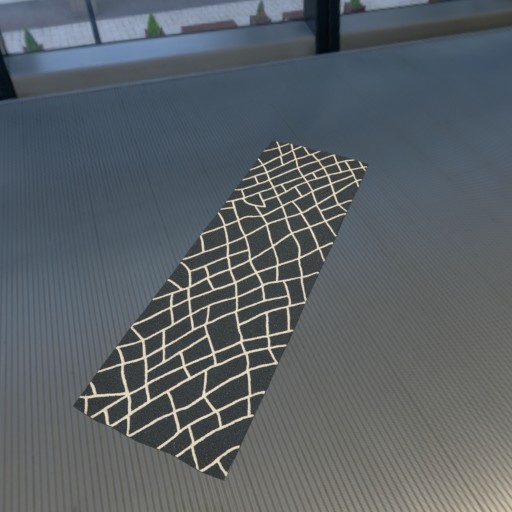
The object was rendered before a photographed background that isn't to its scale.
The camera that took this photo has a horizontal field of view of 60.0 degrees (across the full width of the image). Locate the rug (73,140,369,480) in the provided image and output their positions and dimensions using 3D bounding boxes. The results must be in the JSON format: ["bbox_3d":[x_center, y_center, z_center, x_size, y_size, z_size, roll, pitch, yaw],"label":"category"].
[{"bbox_3d":[0.000,0.000,2.723,0.807,0.010,2.476,18,50,16],"label":"rug"}]
